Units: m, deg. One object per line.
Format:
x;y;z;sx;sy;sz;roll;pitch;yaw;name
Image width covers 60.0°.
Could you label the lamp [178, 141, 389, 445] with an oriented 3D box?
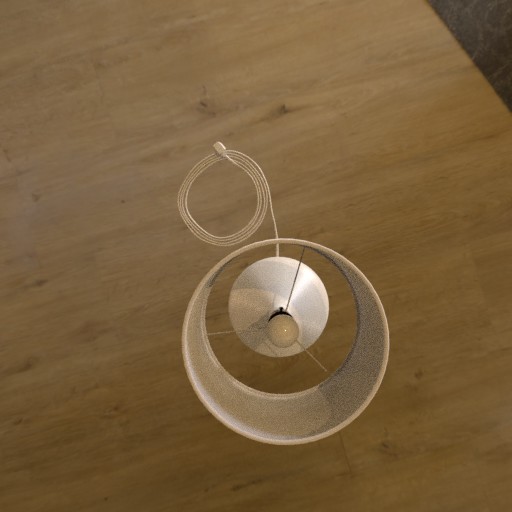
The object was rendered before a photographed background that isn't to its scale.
0.000;0.000;0.874;0.401;0.457;0.546;0;92;1;lamp
